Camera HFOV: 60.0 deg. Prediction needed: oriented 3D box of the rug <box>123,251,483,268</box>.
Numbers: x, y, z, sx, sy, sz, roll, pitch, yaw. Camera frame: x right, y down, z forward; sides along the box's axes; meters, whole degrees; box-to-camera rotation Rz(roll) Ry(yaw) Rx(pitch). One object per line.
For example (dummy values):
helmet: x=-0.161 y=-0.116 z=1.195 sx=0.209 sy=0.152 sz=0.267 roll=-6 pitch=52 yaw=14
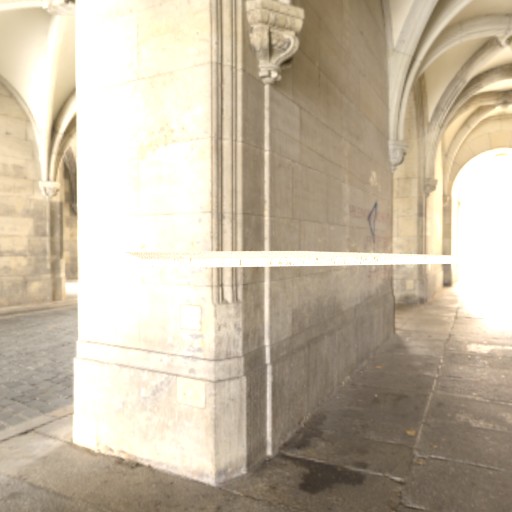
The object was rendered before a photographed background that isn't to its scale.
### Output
rug: x=0.000 y=0.000 z=2.154 sx=1.199 sy=0.025 sz=1.600 roll=0 pitch=1 yaw=-18
